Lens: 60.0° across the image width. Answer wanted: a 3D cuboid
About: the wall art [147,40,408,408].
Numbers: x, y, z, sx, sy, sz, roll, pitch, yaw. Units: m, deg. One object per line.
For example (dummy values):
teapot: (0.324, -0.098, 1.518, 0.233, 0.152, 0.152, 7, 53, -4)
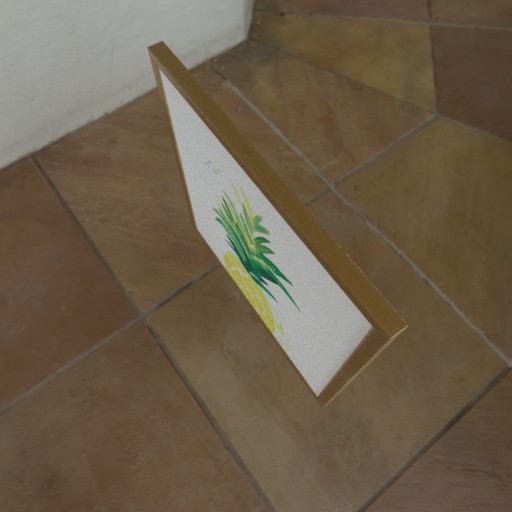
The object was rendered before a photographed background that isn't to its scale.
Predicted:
wall art: (0.000, 0.000, 1.142, 0.037, 0.760, 0.762, -31, 68, -14)
